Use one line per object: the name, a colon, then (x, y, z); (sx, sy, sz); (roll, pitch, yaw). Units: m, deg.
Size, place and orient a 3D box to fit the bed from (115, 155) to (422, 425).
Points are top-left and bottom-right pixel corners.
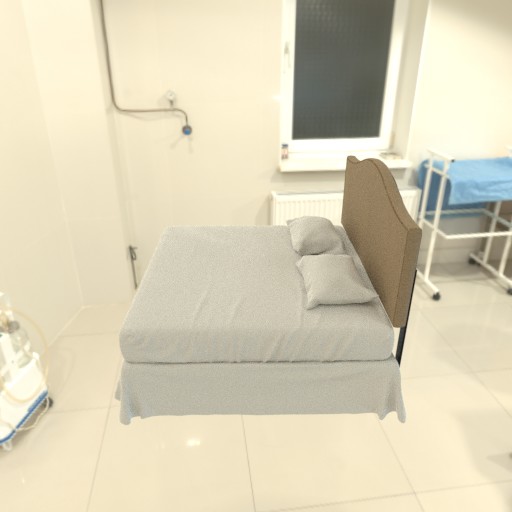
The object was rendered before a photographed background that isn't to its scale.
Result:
bed: (0.000, 0.000, 3.887); (2.222, 1.651, 2.311); (0, 26, -1)
